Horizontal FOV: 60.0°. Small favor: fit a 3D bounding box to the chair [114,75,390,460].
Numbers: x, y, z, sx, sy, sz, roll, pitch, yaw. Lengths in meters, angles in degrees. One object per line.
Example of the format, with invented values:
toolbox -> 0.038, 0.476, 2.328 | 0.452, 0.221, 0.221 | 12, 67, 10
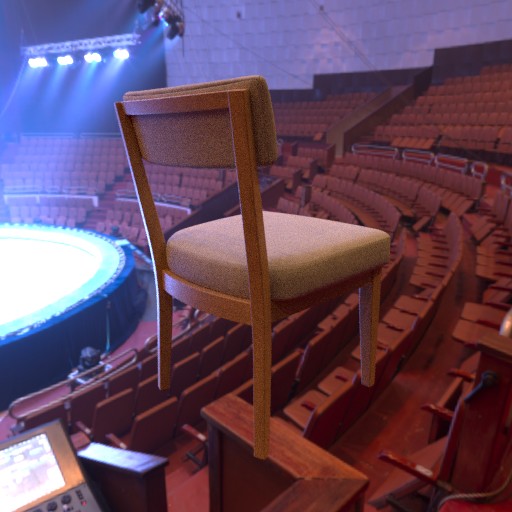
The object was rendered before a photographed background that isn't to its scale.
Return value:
chair -> 0.000, 0.000, 1.195 | 0.572, 0.832, 0.508 | -15, 21, -43
